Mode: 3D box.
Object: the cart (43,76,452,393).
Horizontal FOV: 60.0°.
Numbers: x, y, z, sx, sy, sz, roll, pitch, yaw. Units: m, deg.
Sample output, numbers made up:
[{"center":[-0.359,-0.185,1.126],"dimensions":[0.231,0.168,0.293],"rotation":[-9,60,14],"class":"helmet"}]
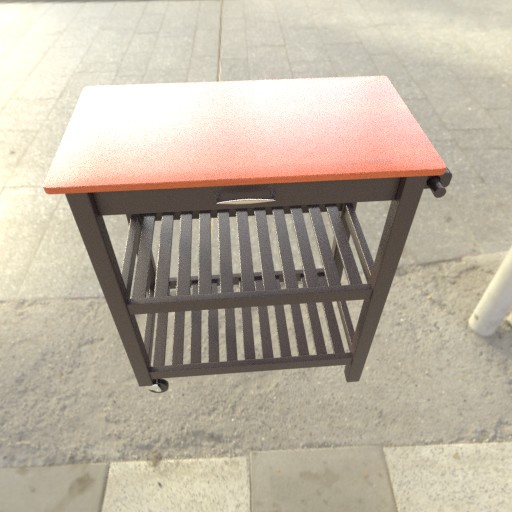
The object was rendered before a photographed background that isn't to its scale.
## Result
[{"center":[0.000,0.000,1.401],"dimensions":[0.899,0.927,0.457],"rotation":[-3,46,-3],"class":"cart"}]
